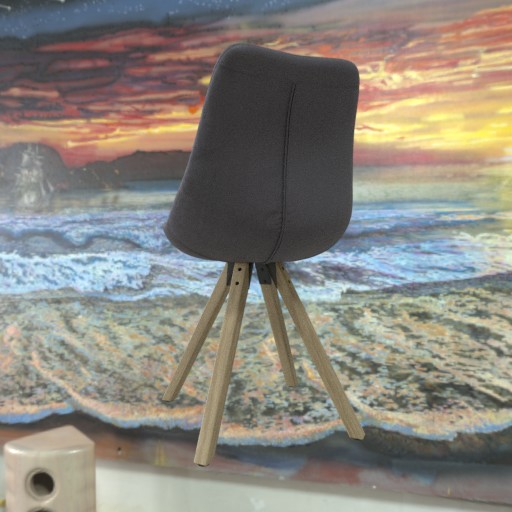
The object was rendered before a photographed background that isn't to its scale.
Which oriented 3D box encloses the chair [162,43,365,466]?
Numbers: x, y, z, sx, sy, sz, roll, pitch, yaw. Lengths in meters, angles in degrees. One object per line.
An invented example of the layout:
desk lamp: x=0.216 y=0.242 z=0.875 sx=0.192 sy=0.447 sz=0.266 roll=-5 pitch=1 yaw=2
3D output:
chair: x=0.000 y=0.000 z=1.176 sx=0.483 sy=0.865 sz=0.547 roll=0 pitch=1 yaw=-19
